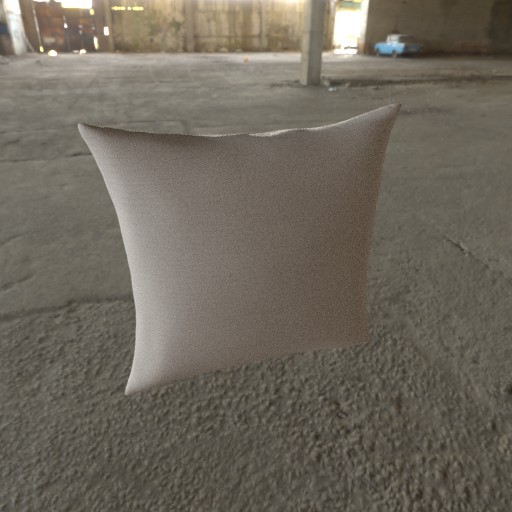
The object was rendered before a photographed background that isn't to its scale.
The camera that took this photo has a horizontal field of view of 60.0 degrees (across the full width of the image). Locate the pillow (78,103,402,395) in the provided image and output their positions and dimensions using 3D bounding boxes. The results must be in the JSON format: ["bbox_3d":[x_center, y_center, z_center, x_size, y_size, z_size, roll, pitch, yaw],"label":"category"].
[{"bbox_3d":[0.000,0.000,0.785,0.512,0.497,0.204,-8,28,-15],"label":"pillow"}]
